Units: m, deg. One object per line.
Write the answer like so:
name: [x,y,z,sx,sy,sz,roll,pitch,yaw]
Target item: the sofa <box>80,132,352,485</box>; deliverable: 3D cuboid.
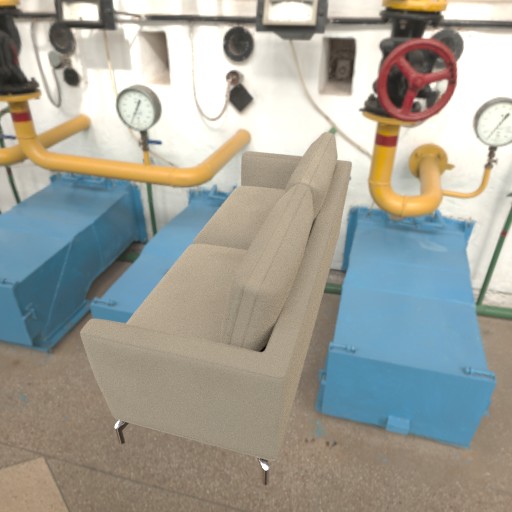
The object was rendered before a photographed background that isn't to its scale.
sofa: [0.000,0.000,2.672,0.868,1.005,2.214,9,34,14]
